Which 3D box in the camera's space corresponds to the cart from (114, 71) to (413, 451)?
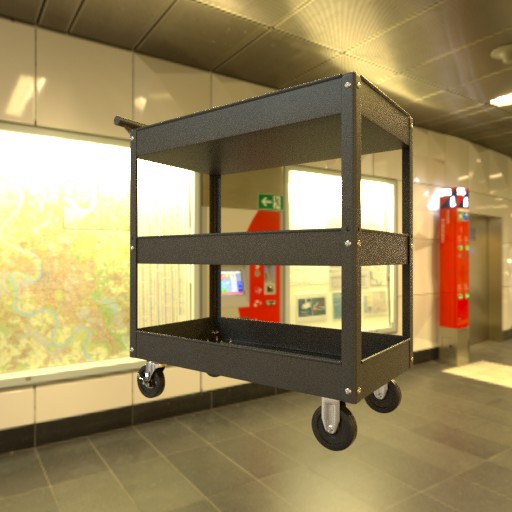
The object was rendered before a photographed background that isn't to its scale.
[{"bbox_3d":[0.000,0.000,1.171,0.719,0.780,0.366,0,0,36],"label":"cart"}]
